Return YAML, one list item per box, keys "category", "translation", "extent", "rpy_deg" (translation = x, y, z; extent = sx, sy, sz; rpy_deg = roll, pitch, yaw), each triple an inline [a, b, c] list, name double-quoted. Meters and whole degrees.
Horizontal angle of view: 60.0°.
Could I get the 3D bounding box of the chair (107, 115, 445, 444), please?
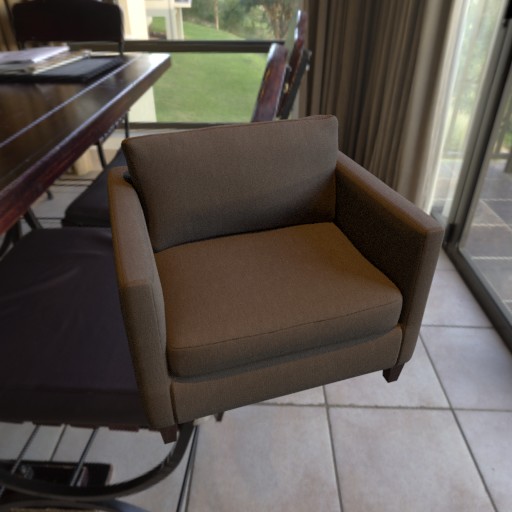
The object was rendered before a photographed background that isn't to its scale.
- category: "chair"
  translation: [0.000, 0.000, 1.858]
  extent: [1.107, 0.963, 0.959]
  rpy_deg: [-10, 34, -15]
